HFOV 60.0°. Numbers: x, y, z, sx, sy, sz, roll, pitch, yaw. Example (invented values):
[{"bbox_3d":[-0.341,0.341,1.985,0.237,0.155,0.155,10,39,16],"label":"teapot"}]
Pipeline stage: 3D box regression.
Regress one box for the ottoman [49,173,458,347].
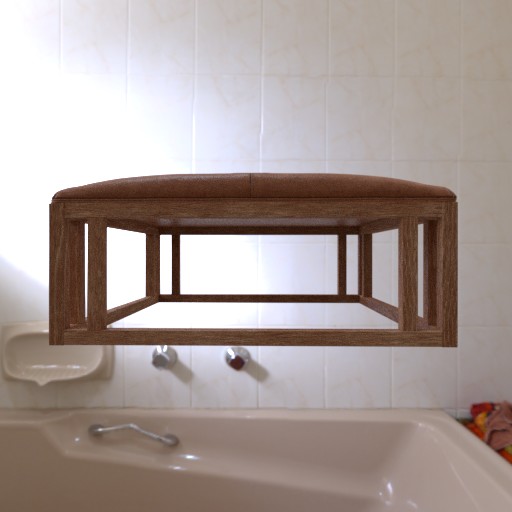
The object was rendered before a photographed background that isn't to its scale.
[{"bbox_3d":[0.000,0.000,1.596,1.013,0.442,1.016,0,0,1],"label":"ottoman"}]
